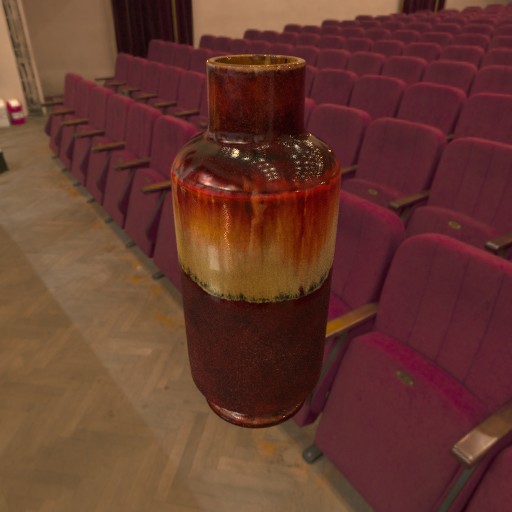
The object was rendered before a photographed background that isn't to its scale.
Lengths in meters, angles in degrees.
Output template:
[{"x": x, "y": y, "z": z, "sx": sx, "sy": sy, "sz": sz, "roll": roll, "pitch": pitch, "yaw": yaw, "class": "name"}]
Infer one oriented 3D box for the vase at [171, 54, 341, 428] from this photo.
[{"x": 0.000, "y": 0.000, "z": 0.320, "sx": 0.111, "sy": 0.261, "sz": 0.111, "roll": 0, "pitch": 30, "yaw": 0, "class": "vase"}]
